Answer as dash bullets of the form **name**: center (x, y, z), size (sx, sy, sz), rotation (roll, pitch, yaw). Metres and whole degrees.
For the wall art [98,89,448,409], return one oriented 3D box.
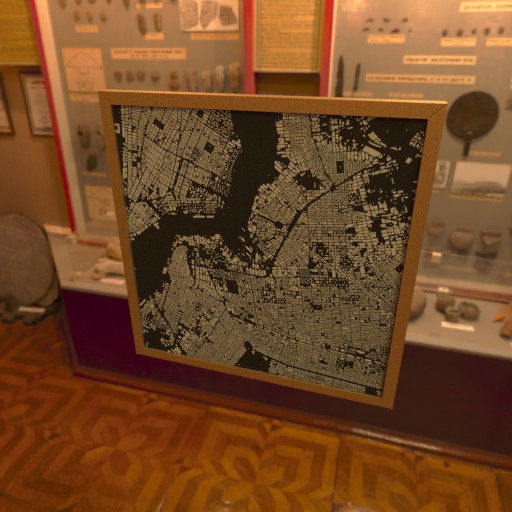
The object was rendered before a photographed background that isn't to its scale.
- **wall art**: center (0.000, 0.000, 2.815), size (1.926, 1.926, 0.099), rotation (8, 27, 16)
